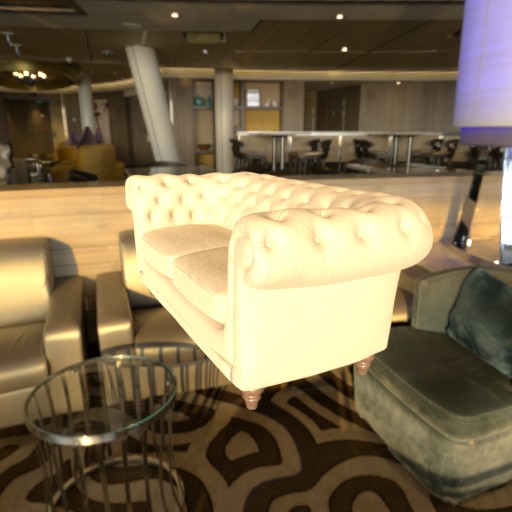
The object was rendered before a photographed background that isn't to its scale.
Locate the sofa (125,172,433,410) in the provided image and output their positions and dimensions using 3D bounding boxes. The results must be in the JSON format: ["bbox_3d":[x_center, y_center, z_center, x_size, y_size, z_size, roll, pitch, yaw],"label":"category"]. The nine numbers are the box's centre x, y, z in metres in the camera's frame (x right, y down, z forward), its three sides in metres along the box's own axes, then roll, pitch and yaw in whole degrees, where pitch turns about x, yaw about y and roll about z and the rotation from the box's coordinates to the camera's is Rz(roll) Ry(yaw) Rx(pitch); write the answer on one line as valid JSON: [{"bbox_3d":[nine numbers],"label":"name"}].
[{"bbox_3d":[0.000,0.000,2.549,1.069,0.835,1.988,-8,17,-27],"label":"sofa"}]
